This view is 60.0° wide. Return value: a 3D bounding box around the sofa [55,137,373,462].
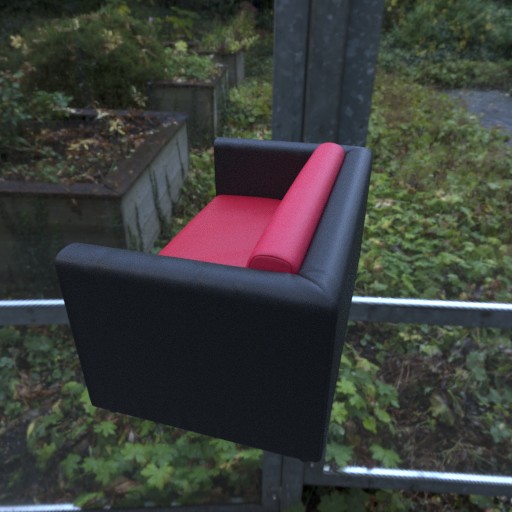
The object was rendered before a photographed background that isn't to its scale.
[{"bbox_3d":[0.000,0.000,1.927,0.845,0.735,1.410,8,31,14],"label":"sofa"}]
